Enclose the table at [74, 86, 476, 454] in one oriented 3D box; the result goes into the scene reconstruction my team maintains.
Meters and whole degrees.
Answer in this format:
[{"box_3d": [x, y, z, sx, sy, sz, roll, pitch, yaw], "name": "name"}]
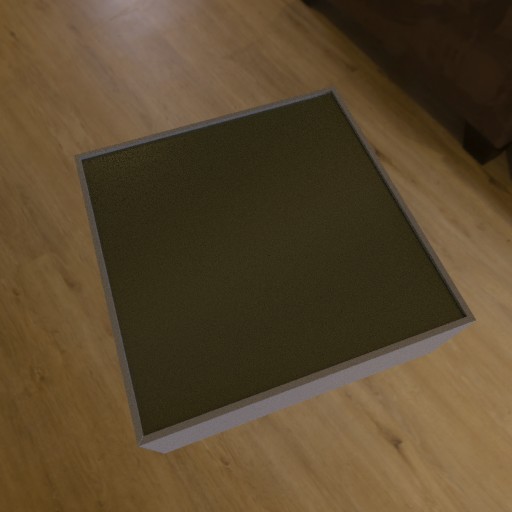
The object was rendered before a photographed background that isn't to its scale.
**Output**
[{"box_3d": [0.000, 0.000, 1.272, 0.801, 0.299, 0.801, -18, 65, -9], "name": "table"}]
